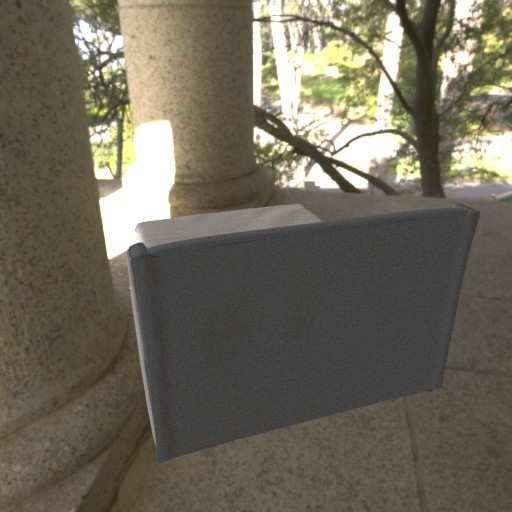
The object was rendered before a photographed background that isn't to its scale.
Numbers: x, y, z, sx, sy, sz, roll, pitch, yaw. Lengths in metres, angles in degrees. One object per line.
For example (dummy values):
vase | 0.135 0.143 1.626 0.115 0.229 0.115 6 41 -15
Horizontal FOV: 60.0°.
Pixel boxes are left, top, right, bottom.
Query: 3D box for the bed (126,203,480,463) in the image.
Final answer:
bed | 0.000 0.000 3.429 1.925 1.332 2.276 -8 27 -16
